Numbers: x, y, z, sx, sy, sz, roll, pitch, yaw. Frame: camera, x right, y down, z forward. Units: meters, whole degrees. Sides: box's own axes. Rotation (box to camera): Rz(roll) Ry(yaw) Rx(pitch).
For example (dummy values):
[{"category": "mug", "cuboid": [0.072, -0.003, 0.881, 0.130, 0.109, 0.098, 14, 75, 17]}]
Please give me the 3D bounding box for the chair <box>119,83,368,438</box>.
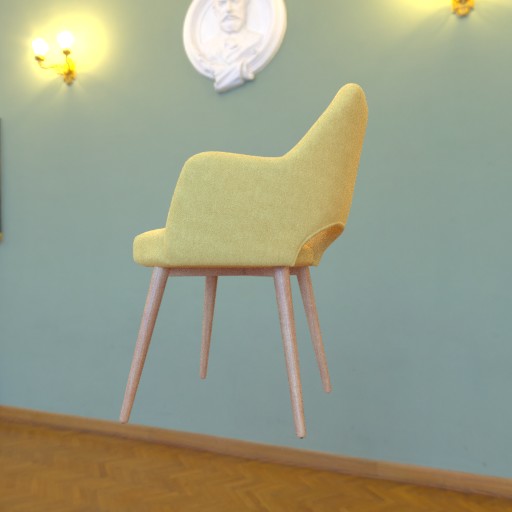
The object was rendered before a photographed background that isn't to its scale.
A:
[{"category": "chair", "cuboid": [0.000, 0.000, 1.246, 0.610, 0.840, 0.590, 0, -1, 18]}]
